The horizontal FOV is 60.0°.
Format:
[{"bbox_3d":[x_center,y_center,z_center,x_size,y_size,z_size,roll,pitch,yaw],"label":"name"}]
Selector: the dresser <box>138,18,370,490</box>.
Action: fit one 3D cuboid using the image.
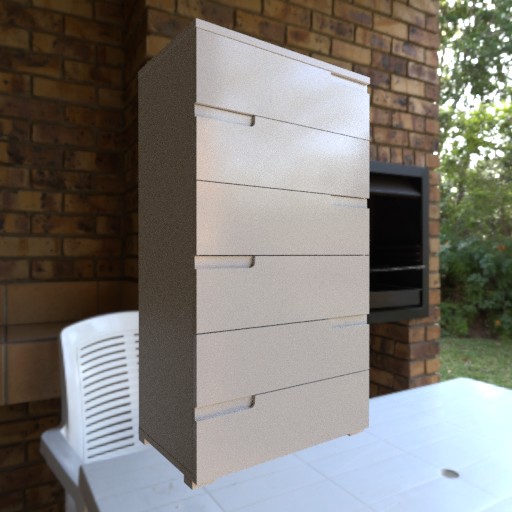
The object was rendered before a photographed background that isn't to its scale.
[{"bbox_3d":[0.000,0.000,1.457,0.650,1.190,0.400,0,0,-35],"label":"dresser"}]
